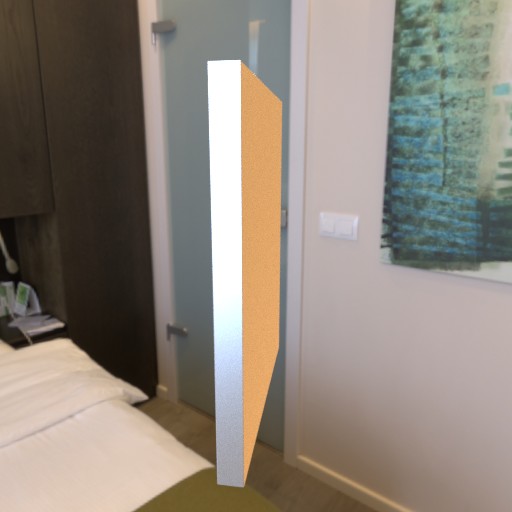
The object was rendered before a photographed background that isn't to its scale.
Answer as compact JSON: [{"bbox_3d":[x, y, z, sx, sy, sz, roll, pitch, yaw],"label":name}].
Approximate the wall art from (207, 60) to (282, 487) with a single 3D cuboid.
[{"bbox_3d":[0.000,0.000,0.769,0.038,0.549,0.452,2,14,9],"label":"wall art"}]
